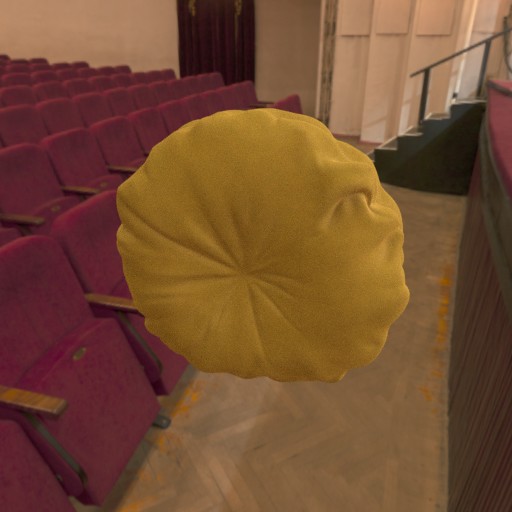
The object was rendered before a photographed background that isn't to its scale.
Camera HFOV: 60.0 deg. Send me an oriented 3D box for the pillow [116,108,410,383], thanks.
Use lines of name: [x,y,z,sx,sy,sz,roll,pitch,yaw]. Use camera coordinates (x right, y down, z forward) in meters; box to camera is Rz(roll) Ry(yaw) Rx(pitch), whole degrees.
pillow: [0.000,0.000,0.642,0.428,0.407,0.148,7,26,14]
